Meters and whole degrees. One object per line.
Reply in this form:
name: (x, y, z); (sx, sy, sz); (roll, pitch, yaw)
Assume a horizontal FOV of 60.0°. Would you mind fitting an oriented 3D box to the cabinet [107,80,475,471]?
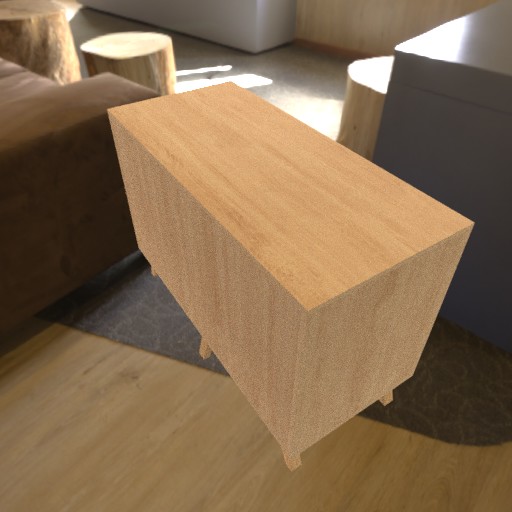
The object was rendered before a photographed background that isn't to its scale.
cabinet: (0.000, 0.000, 1.544); (0.500, 0.780, 1.110); (-24, 46, -24)
